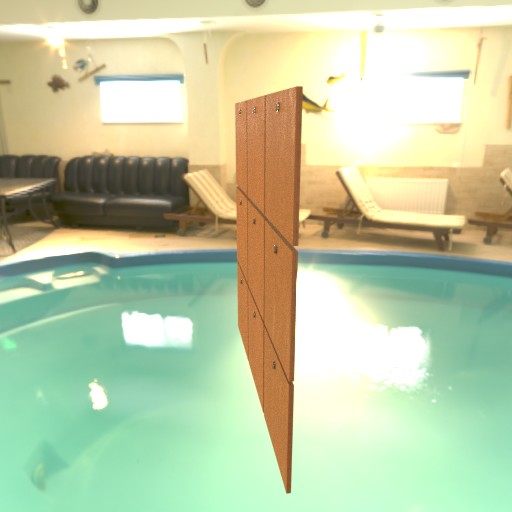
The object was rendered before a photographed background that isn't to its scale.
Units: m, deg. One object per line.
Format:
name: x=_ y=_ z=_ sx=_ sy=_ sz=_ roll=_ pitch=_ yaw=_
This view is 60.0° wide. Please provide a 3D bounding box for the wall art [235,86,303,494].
wall art: x=0.000 y=0.000 z=1.357 sx=0.018 sy=0.913 sz=0.915 roll=-3 pitch=17 yaw=-9
